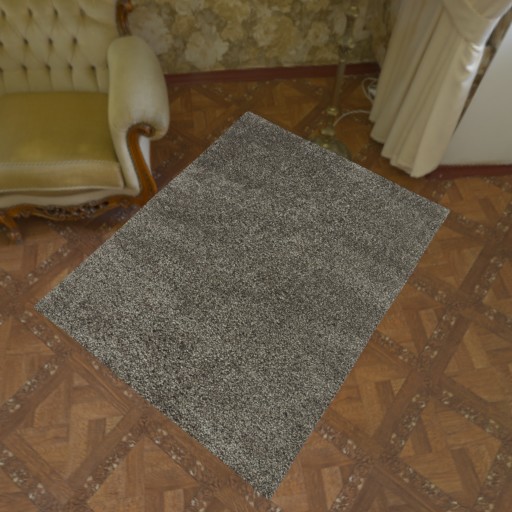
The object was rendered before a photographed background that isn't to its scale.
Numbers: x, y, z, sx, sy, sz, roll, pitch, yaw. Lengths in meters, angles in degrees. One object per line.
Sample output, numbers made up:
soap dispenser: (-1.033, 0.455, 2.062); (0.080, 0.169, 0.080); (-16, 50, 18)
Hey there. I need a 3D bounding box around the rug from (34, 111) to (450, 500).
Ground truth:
rug: (0.000, 0.000, 3.956); (2.401, 0.025, 3.000); (32, 63, 18)
